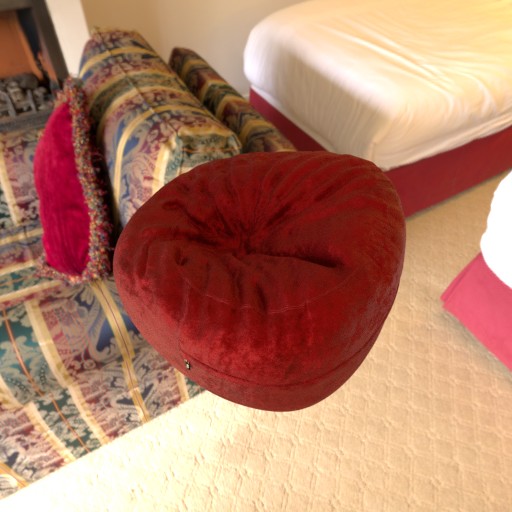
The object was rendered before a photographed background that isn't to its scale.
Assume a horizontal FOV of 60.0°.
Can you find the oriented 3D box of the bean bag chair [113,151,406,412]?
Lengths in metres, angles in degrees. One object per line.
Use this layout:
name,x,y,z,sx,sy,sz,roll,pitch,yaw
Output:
bean bag chair,0.000,0.000,2.445,1.524,0.878,1.524,17,50,15
